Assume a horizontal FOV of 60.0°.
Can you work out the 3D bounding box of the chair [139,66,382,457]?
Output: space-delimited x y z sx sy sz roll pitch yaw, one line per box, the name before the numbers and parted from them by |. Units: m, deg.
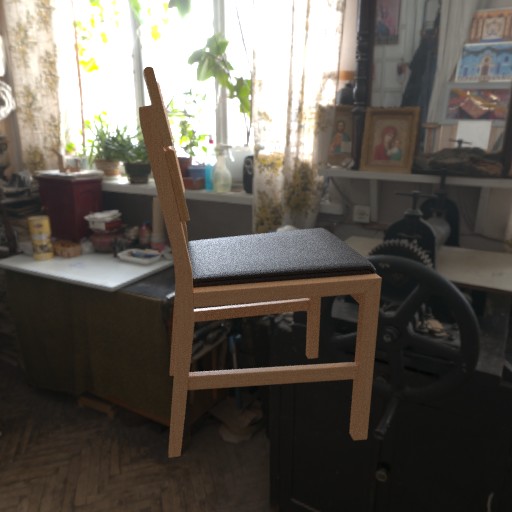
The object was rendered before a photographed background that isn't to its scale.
chair | 0.000 0.000 1.264 0.560 0.950 0.475 -3 18 -10
